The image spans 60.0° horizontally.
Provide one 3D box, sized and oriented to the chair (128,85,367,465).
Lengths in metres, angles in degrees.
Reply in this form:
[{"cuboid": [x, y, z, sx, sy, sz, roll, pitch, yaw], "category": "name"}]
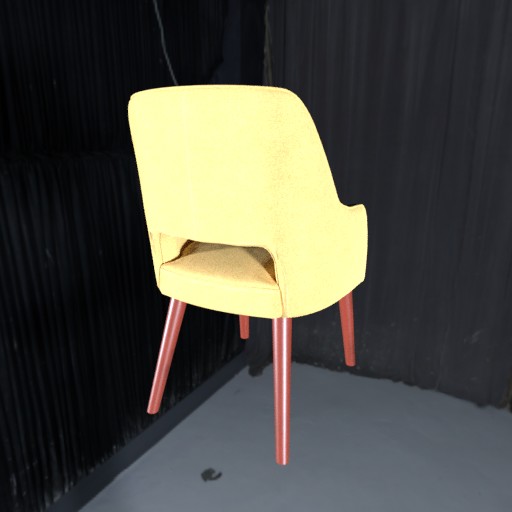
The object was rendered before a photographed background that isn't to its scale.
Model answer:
[{"cuboid": [0.000, 0.000, 1.242, 0.548, 0.849, 0.605, 9, 18, 28], "category": "chair"}]
